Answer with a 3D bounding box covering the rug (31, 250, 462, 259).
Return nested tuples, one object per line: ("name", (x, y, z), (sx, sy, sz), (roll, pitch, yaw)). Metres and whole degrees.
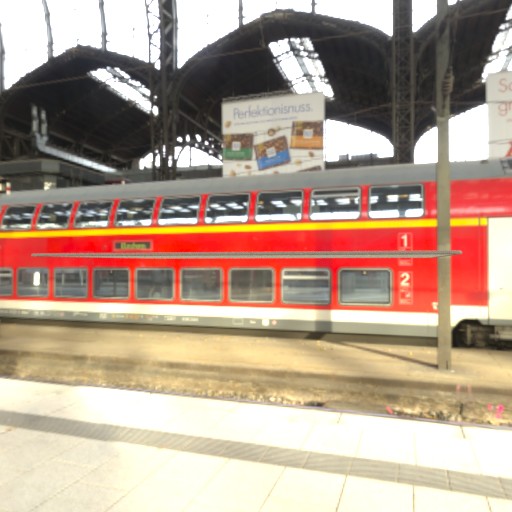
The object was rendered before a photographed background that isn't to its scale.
("rug", (0.000, 0.000, 2.134), (1.676, 0.013, 1.067), (0, -1, 17))
